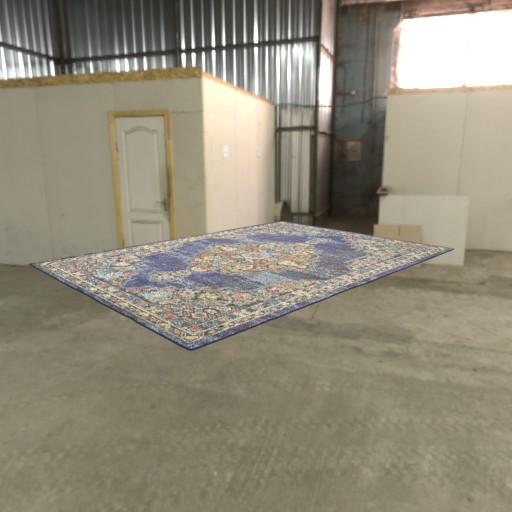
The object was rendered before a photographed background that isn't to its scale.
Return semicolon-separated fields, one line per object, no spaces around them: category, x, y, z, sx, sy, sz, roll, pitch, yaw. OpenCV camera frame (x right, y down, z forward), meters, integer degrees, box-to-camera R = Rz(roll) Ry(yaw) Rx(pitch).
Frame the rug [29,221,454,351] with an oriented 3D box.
rug;0.000;0.000;2.841;2.232;0.009;1.630;-13;19;-43
